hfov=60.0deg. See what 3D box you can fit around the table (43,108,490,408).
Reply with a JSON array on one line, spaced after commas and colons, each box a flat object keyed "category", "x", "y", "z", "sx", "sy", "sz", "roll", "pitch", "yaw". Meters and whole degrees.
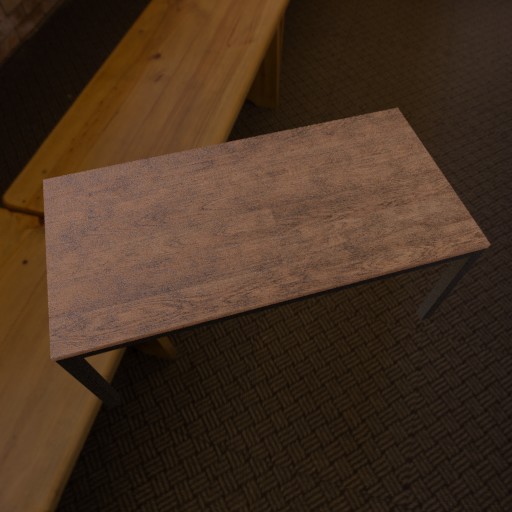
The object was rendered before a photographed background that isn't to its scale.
[{"category": "table", "x": 0.000, "y": 0.000, "z": 2.292, "sx": 1.805, "sy": 0.767, "sz": 0.893, "roll": -14, "pitch": 59, "yaw": -8}]
